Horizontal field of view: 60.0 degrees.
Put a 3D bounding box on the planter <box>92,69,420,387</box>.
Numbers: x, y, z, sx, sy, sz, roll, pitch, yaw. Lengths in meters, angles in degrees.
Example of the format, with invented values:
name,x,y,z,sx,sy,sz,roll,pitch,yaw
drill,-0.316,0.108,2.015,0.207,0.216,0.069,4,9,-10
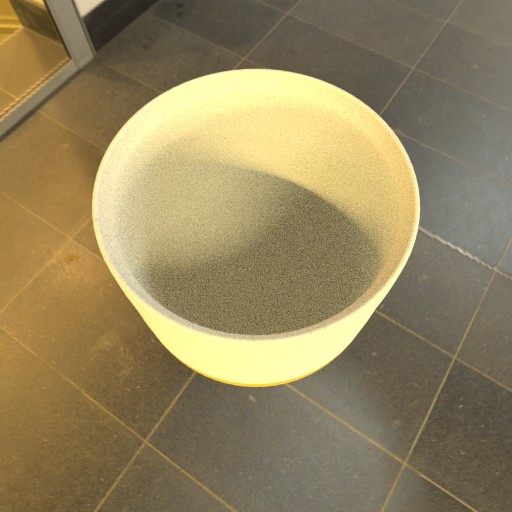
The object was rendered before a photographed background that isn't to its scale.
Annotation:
name,x,y,z,sx,sy,sz,roll,pitch,yaw
planter,0.000,0.000,0.483,0.268,0.270,0.268,0,64,0
